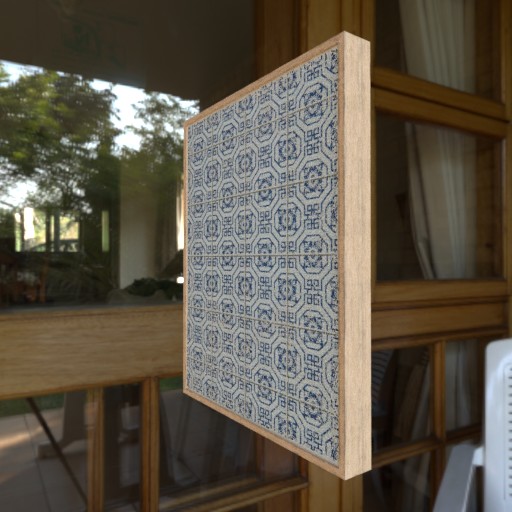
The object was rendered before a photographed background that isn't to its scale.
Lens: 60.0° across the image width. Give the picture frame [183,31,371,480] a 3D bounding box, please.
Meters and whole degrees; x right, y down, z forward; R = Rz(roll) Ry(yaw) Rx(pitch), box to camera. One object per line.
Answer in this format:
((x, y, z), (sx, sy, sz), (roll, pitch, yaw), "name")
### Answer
((0.000, 0.000, 0.703), (0.046, 0.526, 0.421), (0, -1, -35), "picture frame")
